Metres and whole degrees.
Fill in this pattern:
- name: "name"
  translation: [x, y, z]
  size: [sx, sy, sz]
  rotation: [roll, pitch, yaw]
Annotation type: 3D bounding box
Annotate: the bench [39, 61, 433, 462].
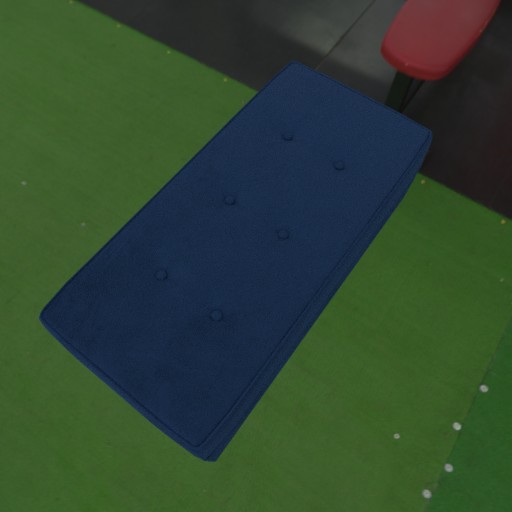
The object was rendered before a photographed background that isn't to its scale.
- name: "bench"
  translation: [0.000, 0.000, 1.278]
  size: [0.489, 0.467, 1.010]
  rotation: [34, 69, 15]
